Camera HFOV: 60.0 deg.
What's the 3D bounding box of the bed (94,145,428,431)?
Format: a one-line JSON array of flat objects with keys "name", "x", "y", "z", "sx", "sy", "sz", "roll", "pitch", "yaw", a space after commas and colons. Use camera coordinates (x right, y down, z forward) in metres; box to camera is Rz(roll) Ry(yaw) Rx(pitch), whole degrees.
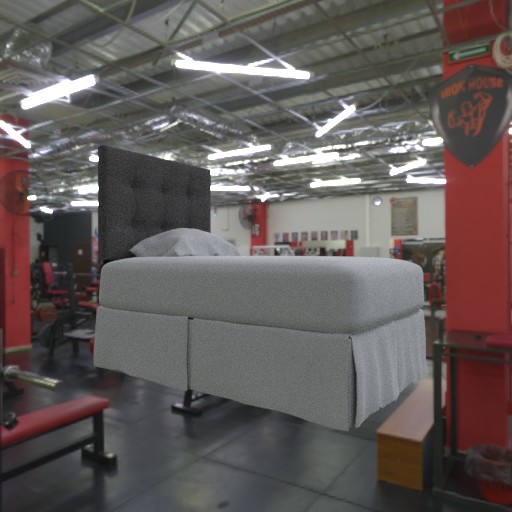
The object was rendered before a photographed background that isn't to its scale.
[{"name": "bed", "x": 0.000, "y": 0.000, "z": 3.029, "sx": 1.997, "sy": 1.571, "sz": 1.261, "roll": 0, "pitch": 0, "yaw": 36}]
